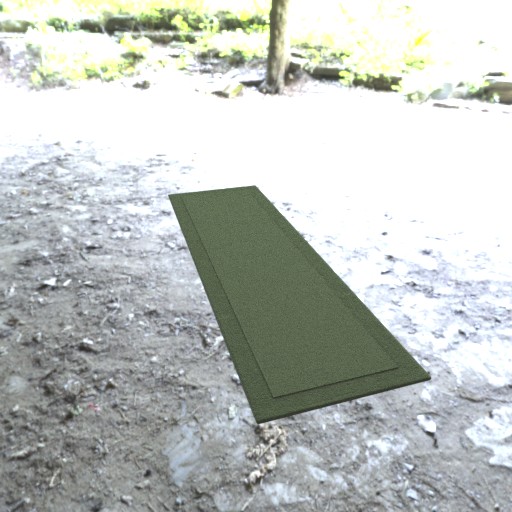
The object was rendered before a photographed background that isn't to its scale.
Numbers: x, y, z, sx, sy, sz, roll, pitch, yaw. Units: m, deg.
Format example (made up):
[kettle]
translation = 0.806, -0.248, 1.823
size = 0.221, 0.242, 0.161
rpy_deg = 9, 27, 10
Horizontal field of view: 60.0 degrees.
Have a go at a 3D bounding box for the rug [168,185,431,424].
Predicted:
[rug]
translation = 0.000, 0.000, 2.737
size = 0.759, 0.012, 2.430
rpy_deg = -9, 30, -15
